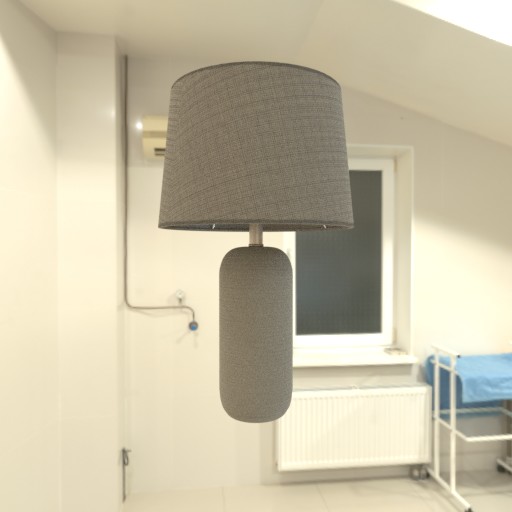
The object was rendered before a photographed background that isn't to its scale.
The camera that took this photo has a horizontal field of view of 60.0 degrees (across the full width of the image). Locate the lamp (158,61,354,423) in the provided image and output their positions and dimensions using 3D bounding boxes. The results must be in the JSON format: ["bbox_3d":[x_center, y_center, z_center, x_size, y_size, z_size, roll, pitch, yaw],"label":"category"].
[{"bbox_3d":[0.000,0.000,0.851,0.367,0.609,0.367,0,1,0],"label":"lamp"}]
